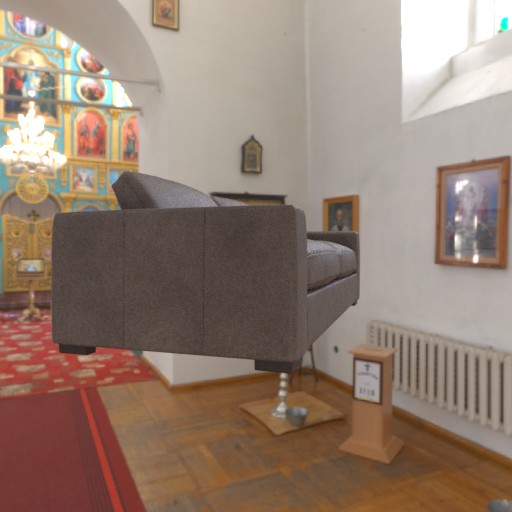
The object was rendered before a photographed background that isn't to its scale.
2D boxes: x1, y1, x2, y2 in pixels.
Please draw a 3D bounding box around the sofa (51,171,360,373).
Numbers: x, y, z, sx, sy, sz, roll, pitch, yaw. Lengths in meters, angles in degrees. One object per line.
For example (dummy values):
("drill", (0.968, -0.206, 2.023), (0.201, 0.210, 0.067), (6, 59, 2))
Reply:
("sofa", (0.000, 0.000, 2.730), (1.070, 0.801, 2.262), (0, 0, 19))
